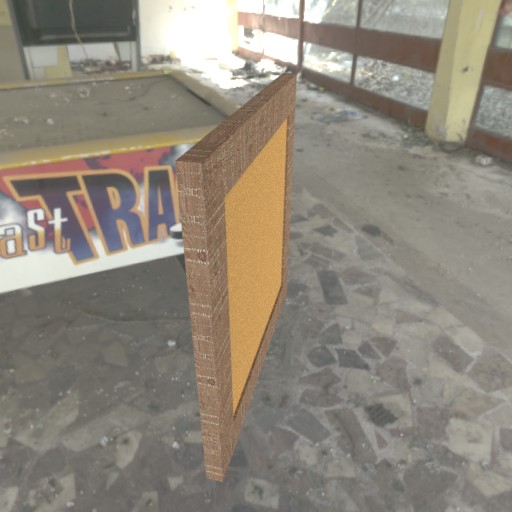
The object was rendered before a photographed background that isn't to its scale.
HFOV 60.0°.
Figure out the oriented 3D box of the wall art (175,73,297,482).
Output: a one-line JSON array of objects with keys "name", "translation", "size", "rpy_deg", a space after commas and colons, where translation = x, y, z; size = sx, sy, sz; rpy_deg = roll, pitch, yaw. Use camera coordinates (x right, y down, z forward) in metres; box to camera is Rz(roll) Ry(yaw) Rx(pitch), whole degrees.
[{"name": "wall art", "translation": [0.000, 0.000, 0.794], "size": [0.029, 0.531, 0.531], "rpy_deg": [8, 32, 12]}]
